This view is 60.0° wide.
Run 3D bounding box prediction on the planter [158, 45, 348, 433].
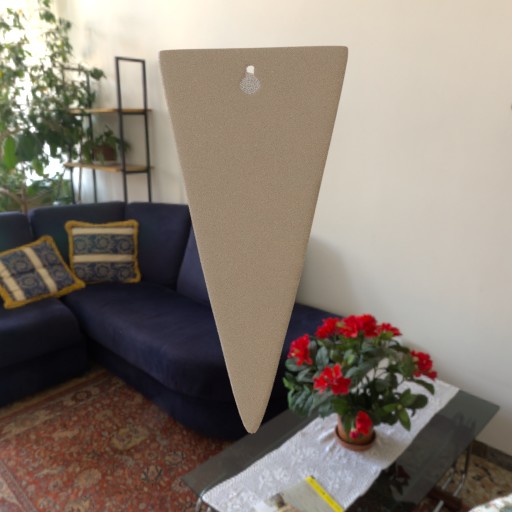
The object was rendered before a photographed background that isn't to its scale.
[{"bbox_3d":[0.000,0.000,0.403,0.143,0.338,0.065,2,17,8],"label":"planter"}]
